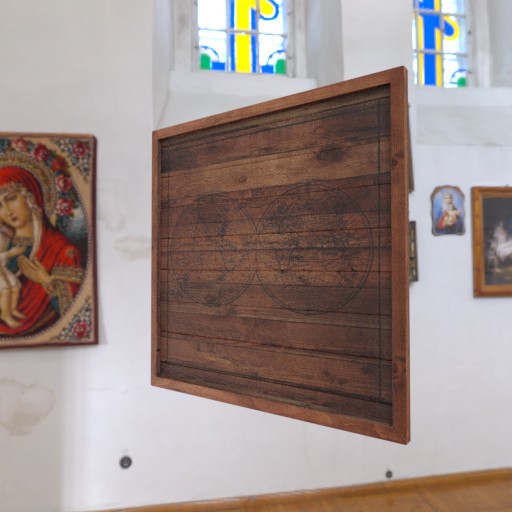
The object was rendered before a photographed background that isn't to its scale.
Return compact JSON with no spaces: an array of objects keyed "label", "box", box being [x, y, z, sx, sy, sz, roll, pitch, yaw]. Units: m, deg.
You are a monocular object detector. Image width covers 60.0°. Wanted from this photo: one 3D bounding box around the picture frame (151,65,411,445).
[{"label":"picture frame","box":[0.000,0.000,1.198,0.810,0.817,0.029,-1,-2,36]}]
